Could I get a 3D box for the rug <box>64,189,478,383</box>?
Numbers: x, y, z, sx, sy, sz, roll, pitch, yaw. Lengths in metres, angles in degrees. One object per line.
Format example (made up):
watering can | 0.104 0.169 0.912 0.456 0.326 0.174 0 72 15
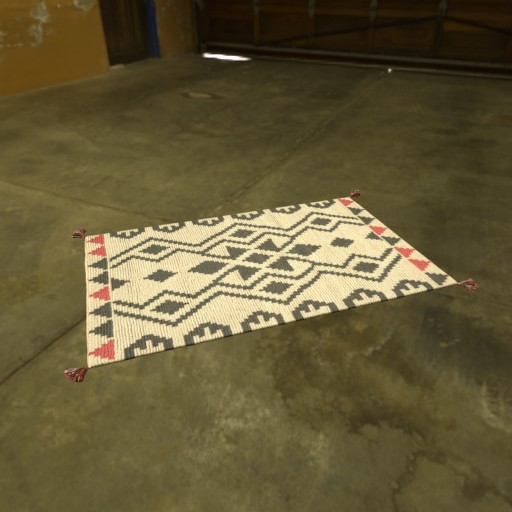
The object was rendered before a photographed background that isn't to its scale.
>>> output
rug | 0.000 0.000 3.329 2.672 0.066 1.741 -10 33 -16
